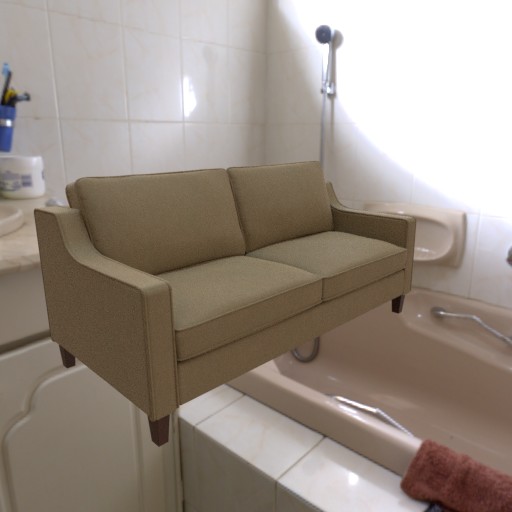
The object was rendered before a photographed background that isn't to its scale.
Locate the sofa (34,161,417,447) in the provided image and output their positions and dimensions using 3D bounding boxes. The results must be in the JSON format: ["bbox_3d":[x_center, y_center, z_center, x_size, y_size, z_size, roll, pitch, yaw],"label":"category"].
[{"bbox_3d":[0.000,0.000,2.741,2.178,1.071,1.066,-14,21,-43],"label":"sofa"}]
